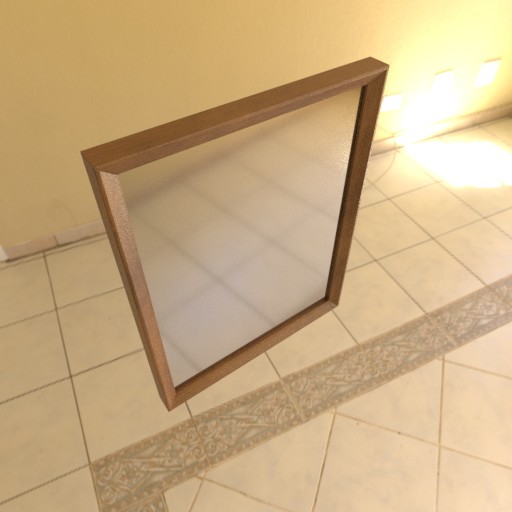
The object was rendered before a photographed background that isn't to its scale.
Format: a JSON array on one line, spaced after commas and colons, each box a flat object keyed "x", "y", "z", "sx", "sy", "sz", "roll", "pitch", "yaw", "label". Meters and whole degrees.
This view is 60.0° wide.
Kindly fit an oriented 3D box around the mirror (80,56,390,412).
[{"x": 0.000, "y": 0.000, "z": 0.692, "sx": 0.406, "sy": 0.509, "sz": 0.041, "roll": -27, "pitch": 51, "yaw": -24, "label": "mirror"}]
